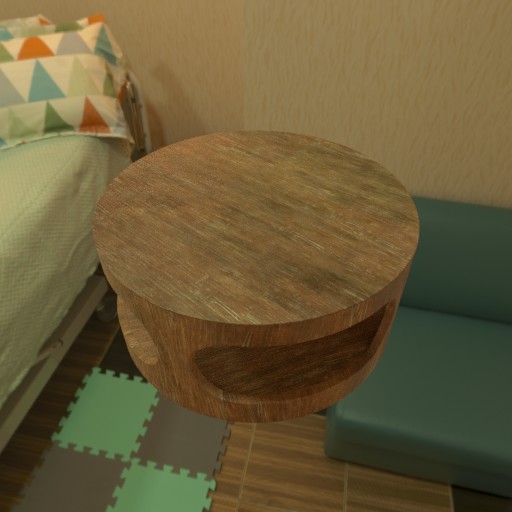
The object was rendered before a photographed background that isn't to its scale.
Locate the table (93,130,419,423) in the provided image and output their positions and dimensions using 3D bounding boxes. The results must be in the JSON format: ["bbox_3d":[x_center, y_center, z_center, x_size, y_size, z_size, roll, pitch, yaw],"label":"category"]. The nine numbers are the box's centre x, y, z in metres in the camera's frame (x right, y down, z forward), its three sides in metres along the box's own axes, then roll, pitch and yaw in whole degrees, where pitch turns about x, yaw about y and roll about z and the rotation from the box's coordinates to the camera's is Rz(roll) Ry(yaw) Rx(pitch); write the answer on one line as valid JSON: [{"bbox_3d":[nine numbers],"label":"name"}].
[{"bbox_3d":[0.000,0.000,1.518,0.974,0.450,0.974,0,42,0],"label":"table"}]
